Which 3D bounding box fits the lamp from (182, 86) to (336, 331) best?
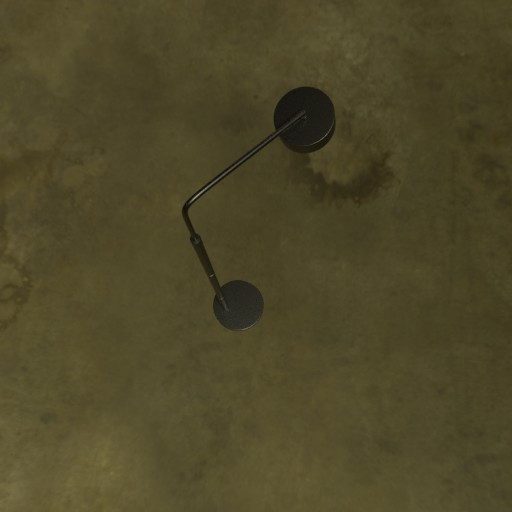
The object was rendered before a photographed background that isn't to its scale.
[{"bbox_3d":[0.000,0.000,1.384,0.418,1.230,0.219,-39,78,-10],"label":"lamp"}]
